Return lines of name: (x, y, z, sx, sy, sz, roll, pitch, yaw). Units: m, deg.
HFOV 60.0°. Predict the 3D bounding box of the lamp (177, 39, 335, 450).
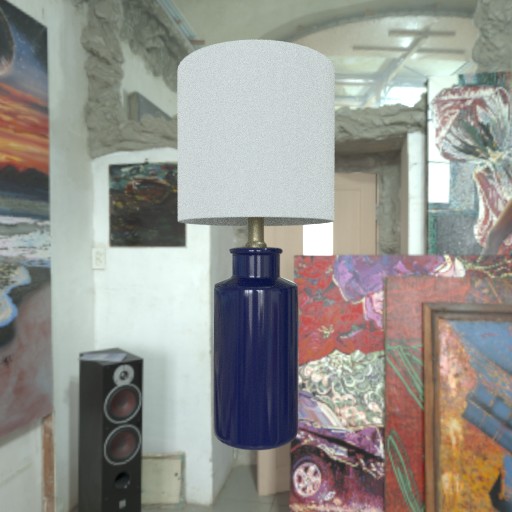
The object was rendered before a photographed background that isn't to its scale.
lamp: (0.000, 0.000, 0.610, 0.212, 0.493, 0.212, 0, 1, -17)
